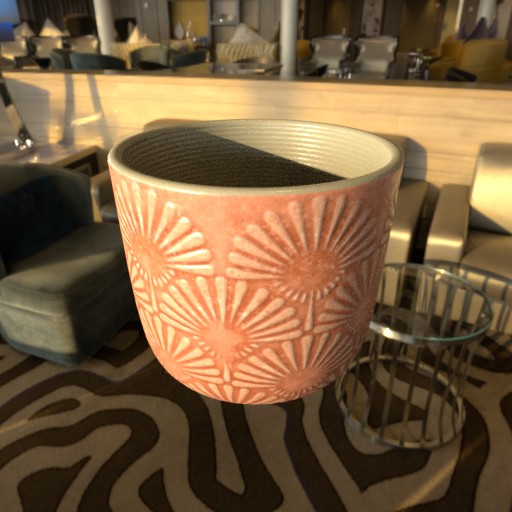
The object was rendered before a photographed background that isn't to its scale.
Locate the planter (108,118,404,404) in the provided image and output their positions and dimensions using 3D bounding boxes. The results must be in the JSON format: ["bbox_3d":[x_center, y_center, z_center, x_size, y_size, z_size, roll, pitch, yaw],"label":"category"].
[{"bbox_3d":[0.000,0.000,0.217,0.124,0.109,0.124,0,27,0],"label":"planter"}]
